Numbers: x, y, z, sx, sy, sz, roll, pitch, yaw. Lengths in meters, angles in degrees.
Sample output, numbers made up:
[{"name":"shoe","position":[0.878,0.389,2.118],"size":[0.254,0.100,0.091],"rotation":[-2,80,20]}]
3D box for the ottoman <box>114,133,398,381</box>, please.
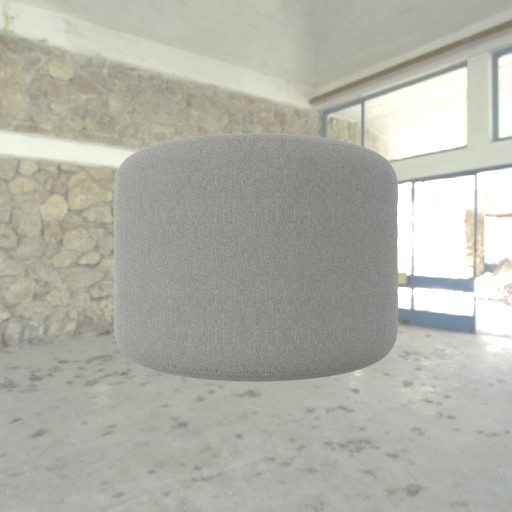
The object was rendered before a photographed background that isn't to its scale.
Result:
[{"name":"ottoman","position":[0.000,0.000,0.995],"size":[0.608,0.433,0.608],"rotation":[0,0,0]}]
